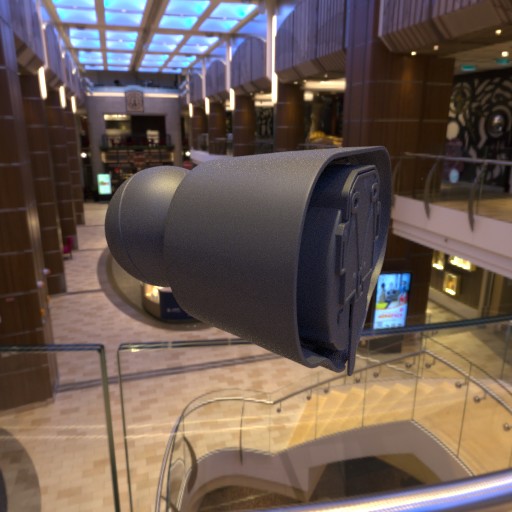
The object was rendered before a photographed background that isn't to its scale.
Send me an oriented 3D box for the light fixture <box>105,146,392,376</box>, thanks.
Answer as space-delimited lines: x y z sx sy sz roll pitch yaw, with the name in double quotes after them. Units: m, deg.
0.000 0.000 0.333 0.159 0.159 0.229 8 18 26 "light fixture"
